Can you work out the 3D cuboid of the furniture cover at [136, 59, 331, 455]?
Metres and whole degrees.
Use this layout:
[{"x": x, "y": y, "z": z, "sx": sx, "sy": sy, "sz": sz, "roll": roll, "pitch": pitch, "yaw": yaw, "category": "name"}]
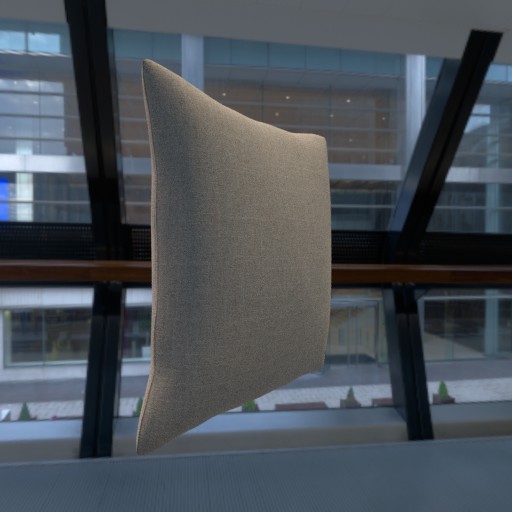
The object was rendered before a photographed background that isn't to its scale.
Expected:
[{"x": 0.000, "y": 0.000, "z": 0.766, "sx": 0.178, "sy": 0.506, "sz": 0.512, "roll": 1, "pitch": 1, "yaw": 35, "category": "furniture cover"}]
